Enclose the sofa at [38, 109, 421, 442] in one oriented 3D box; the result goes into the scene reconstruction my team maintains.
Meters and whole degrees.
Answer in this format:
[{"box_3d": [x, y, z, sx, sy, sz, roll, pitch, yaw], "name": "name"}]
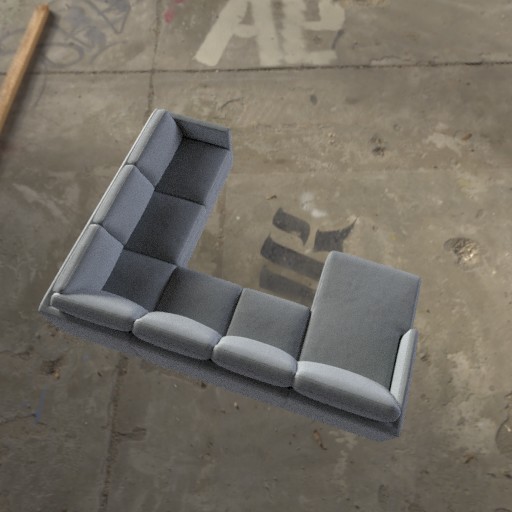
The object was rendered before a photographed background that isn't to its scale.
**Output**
[{"box_3d": [0.000, 0.000, 4.408, 3.238, 0.853, 2.551, 17, 65, 8], "name": "sofa"}]
